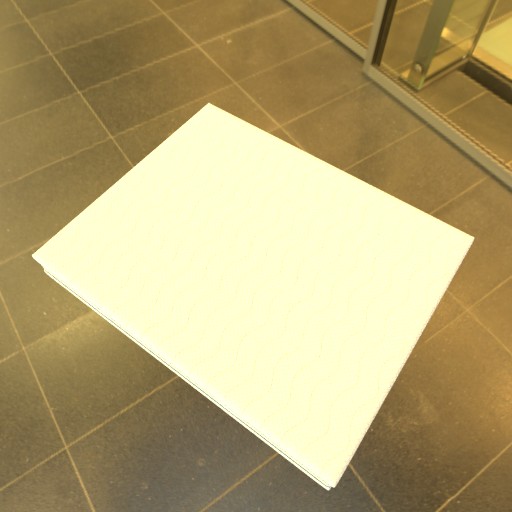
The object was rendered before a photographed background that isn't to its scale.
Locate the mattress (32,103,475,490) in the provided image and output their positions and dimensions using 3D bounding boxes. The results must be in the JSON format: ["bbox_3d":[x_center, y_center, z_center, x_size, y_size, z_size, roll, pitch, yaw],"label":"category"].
[{"bbox_3d":[0.000,0.000,2.639,2.000,0.230,1.600,32,64,18],"label":"mattress"}]
